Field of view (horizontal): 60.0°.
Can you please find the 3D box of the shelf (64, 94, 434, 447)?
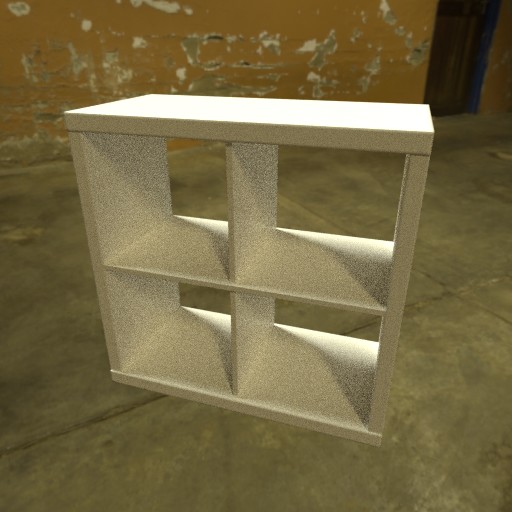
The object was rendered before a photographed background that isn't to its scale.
[{"bbox_3d":[0.000,0.000,1.232,0.790,0.786,0.390,8,27,16],"label":"shelf"}]
